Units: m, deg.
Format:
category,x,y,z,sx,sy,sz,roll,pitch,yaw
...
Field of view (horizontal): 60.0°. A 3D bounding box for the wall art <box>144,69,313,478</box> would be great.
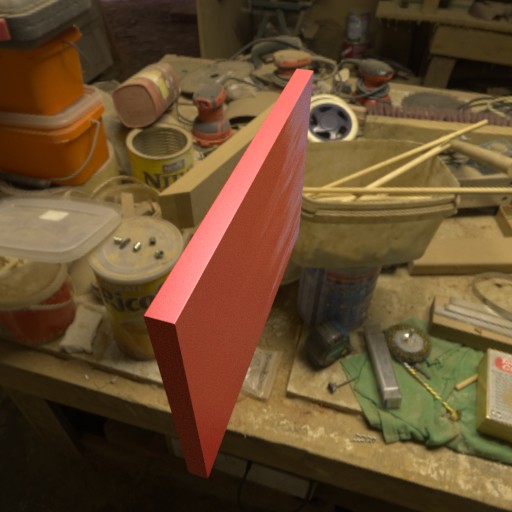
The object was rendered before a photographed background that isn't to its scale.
category,x,y,z,sx,sy,sz,roll,pitch,yaw
wall art,0.000,0.000,0.764,0.033,0.405,0.607,13,46,12
